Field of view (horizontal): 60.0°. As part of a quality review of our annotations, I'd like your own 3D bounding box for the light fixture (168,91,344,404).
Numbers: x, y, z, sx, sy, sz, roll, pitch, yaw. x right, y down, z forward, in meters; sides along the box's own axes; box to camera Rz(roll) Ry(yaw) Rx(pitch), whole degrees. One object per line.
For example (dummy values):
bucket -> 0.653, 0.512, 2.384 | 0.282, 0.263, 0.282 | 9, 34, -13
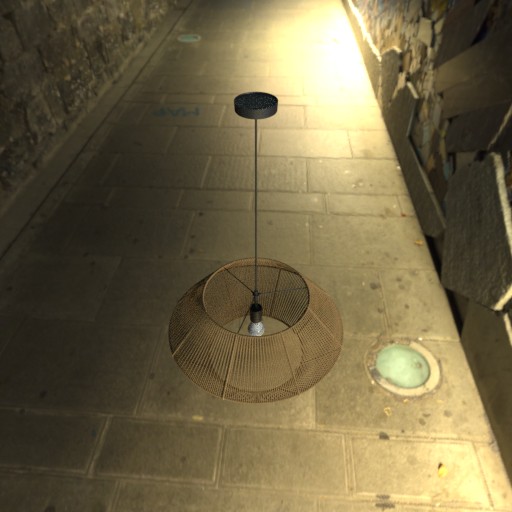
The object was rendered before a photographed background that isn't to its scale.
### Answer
light fixture -> 0.000, 0.000, 1.406 | 0.643, 1.009, 0.643 | 0, 42, 0
